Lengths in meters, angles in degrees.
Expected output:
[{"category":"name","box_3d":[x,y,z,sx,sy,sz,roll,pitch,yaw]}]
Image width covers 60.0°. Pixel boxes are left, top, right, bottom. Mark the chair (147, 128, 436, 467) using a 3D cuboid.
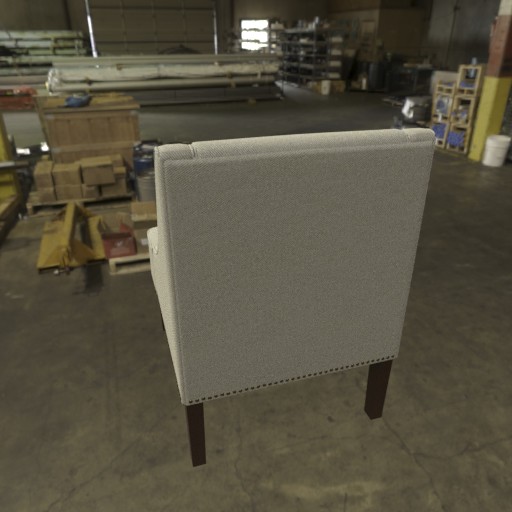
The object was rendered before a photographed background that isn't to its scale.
[{"category":"chair","box_3d":[0.000,0.000,1.399,0.628,0.872,0.748,-8,27,-16]}]
